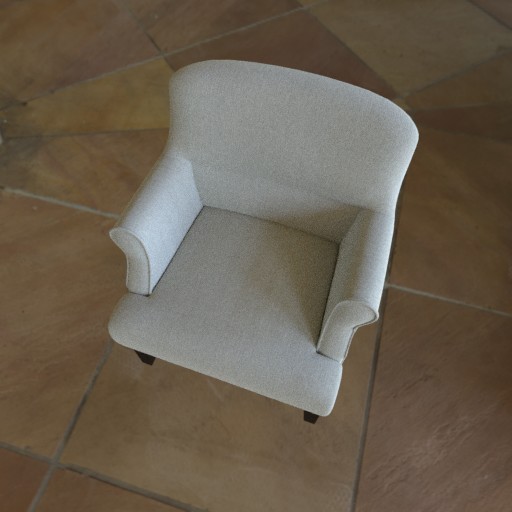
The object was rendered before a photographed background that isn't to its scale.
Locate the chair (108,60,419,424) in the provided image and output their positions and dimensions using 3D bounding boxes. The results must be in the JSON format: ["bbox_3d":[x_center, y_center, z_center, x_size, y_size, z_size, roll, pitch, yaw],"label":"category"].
[{"bbox_3d":[0.000,0.000,1.423,0.781,0.875,0.750,17,60,10],"label":"chair"}]
